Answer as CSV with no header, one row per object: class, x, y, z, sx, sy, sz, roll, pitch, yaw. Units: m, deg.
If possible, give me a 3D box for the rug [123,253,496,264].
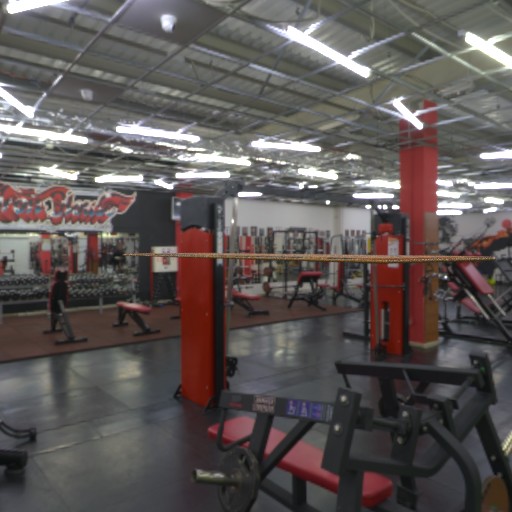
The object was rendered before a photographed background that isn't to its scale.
rug,0.000,0.000,1.968,0.556,0.013,1.820,-1,1,-36
